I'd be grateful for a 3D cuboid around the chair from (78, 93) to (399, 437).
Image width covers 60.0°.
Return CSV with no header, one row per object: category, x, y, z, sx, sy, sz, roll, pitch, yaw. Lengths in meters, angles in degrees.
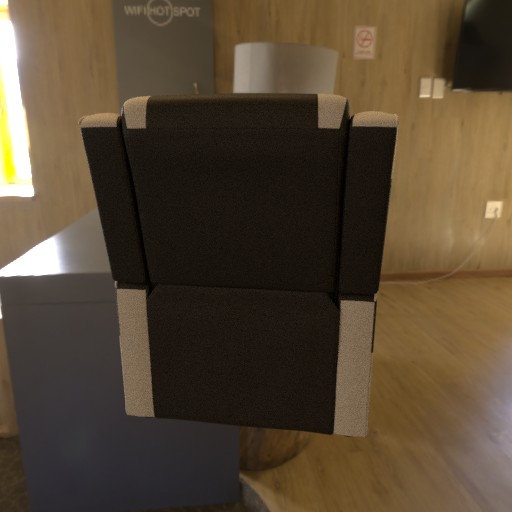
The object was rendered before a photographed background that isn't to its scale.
chair,0.000,0.000,1.232,0.620,0.805,0.672,2,16,8
